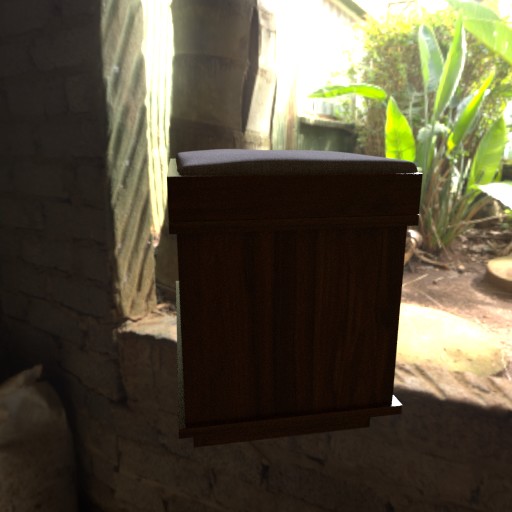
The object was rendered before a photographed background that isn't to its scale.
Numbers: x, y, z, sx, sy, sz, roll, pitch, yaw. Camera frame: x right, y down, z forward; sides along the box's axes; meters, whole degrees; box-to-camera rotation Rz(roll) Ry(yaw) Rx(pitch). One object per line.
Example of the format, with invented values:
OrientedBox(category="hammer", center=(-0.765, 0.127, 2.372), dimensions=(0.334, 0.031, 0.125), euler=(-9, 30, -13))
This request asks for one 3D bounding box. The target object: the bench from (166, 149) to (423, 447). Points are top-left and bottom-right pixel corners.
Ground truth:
OrientedBox(category="bench", center=(0.000, 0.000, 0.987), dimensions=(0.362, 0.461, 0.734), euler=(-3, 14, -10))
